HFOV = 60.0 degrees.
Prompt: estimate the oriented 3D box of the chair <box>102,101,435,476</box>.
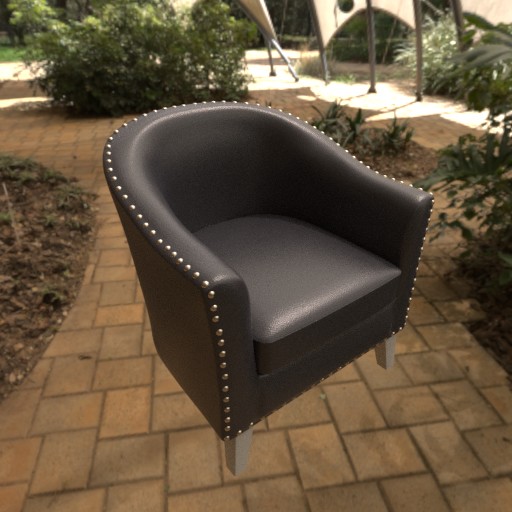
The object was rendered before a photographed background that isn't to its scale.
[{"bbox_3d":[0.000,0.000,1.399,0.794,0.823,0.748,-21,36,-33],"label":"chair"}]
